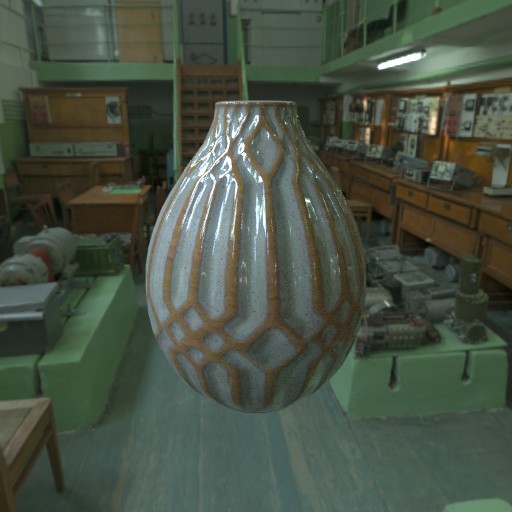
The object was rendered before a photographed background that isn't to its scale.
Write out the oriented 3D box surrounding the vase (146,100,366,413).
[{"bbox_3d":[0.000,0.000,0.266,0.131,0.175,0.131,0,18,0],"label":"vase"}]
